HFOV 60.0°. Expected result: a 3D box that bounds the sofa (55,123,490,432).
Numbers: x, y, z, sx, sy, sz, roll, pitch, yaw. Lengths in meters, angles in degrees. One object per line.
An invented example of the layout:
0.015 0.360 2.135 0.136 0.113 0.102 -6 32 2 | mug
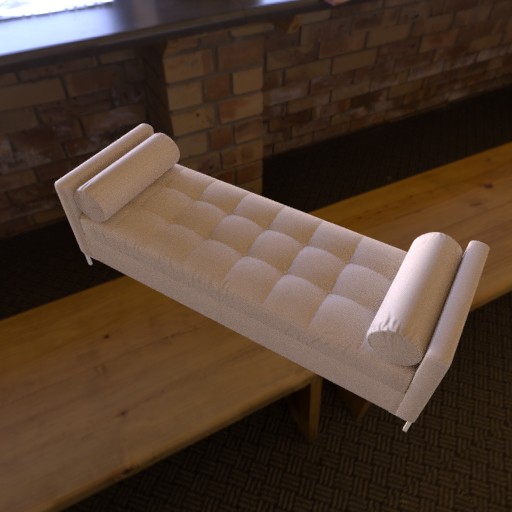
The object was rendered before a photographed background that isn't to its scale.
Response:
0.000 0.000 2.295 1.981 0.635 0.686 24 51 21 | sofa
